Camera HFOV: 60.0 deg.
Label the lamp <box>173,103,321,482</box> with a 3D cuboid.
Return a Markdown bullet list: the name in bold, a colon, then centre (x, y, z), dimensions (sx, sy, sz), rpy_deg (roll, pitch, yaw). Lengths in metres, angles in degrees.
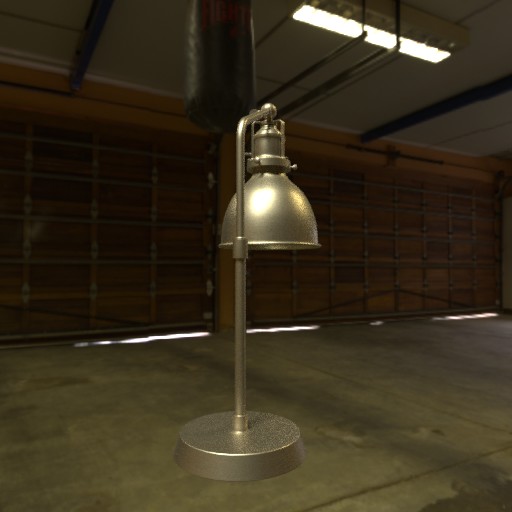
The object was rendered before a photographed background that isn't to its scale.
- **lamp**: centre (0.000, 0.000, 0.585), dimensions (0.153, 0.456, 0.286), rpy_deg (-1, -2, 16)
